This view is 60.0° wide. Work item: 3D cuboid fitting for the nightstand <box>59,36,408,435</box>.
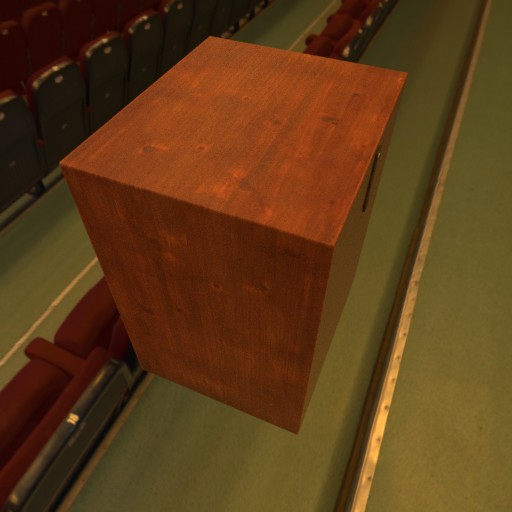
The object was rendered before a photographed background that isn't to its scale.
[{"bbox_3d":[0.000,0.000,0.972,0.410,0.695,0.465,18,51,15],"label":"nightstand"}]
